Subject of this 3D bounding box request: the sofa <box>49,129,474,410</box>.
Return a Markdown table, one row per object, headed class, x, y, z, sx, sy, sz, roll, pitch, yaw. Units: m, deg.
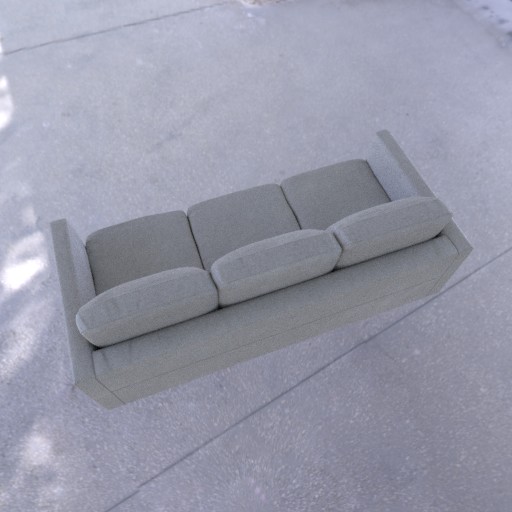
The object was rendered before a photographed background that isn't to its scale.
| class | x | y | z | sx | sy | sz | roll | pitch | yaw |
| --- | --- | --- | --- | --- | --- | --- | --- | --- | --- |
| sofa | 0.000 | 0.000 | 2.477 | 1.983 | 0.918 | 0.944 | -17 | 61 | -10 |
